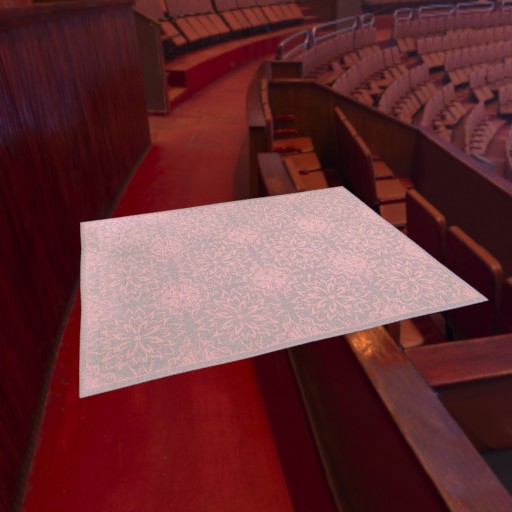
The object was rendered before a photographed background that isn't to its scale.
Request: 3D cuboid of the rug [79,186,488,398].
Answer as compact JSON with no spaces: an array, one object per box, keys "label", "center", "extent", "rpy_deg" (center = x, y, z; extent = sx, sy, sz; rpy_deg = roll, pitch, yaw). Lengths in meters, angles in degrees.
[{"label":"rug","center":[0.000,0.000,3.960],"extent":[2.980,0.012,2.363],"rpy_deg":[-10,33,-16]}]
